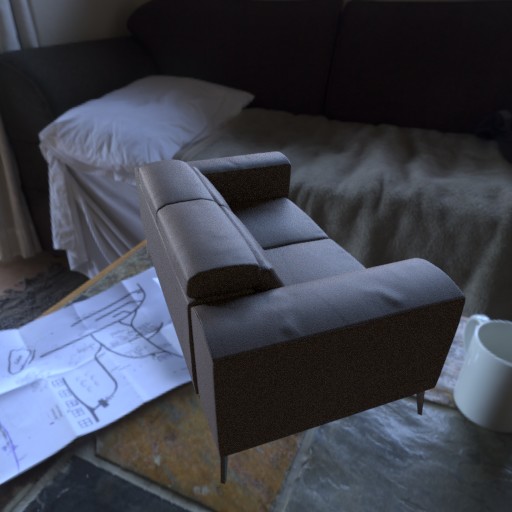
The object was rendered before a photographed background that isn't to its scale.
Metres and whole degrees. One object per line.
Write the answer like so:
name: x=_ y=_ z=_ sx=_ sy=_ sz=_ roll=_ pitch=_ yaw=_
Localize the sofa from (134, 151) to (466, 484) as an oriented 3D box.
sofa: x=0.000 y=0.000 z=2.359 sx=1.003 sy=0.779 sz=1.895 roll=-11 pitch=32 yaw=-18
